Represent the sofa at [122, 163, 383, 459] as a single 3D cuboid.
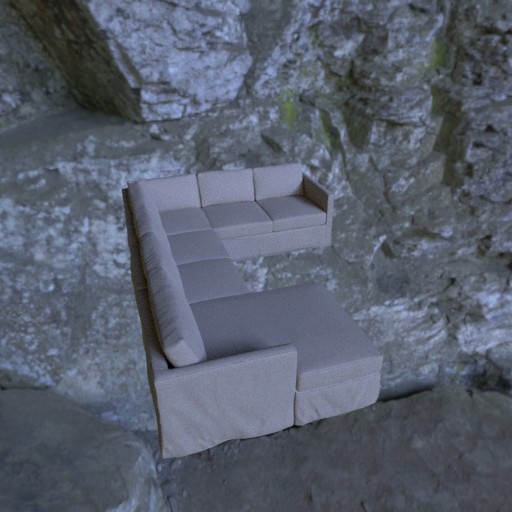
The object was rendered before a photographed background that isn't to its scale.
[{"bbox_3d":[0.000,0.000,4.503,2.476,0.878,3.528,-9,30,-16],"label":"sofa"}]
